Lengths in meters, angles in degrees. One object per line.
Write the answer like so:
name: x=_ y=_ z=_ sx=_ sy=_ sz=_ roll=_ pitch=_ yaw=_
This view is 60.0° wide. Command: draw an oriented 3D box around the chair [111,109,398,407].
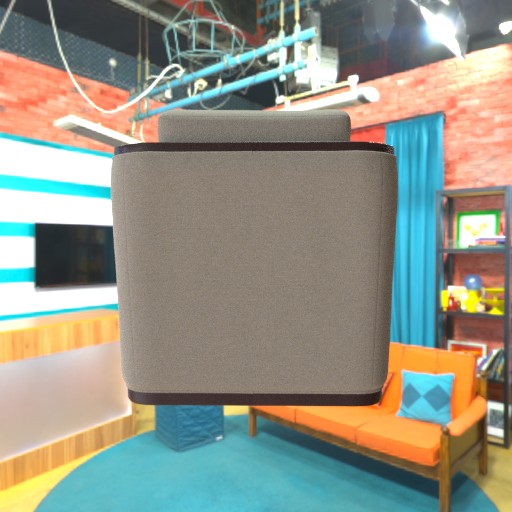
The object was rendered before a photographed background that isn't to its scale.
chair: x=0.000 y=0.000 z=1.680 sx=0.870 sy=0.930 sz=0.950 roll=0 pitch=1 yaw=1
